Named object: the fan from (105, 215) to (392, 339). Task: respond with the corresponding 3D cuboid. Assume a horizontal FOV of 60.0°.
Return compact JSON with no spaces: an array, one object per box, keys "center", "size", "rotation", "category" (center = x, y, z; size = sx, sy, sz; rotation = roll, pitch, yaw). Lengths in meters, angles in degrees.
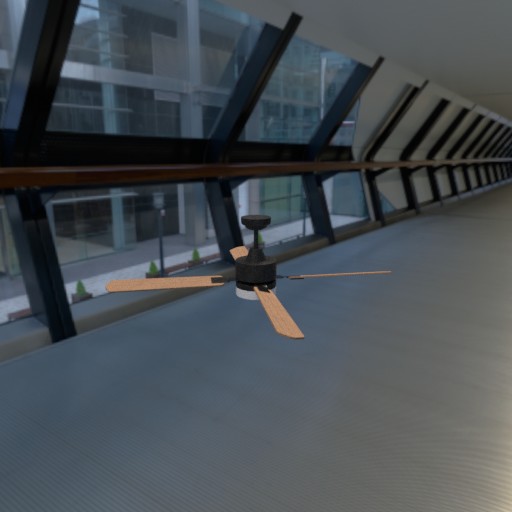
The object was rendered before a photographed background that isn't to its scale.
[{"center":[0.000,0.000,2.001],"size":[1.320,0.355,1.320],"rotation":[-2,14,-10],"category":"fan"}]
